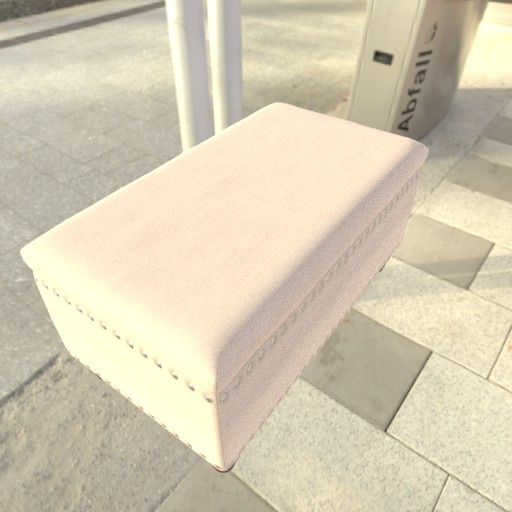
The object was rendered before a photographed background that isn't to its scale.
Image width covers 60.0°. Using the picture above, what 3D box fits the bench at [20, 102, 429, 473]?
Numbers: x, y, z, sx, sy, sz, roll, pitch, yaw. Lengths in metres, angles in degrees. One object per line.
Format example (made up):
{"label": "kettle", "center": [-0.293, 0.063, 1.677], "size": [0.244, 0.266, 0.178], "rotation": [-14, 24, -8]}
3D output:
{"label": "bench", "center": [0.000, 0.000, 1.144], "size": [0.500, 0.449, 0.887], "rotation": [26, 47, 26]}
